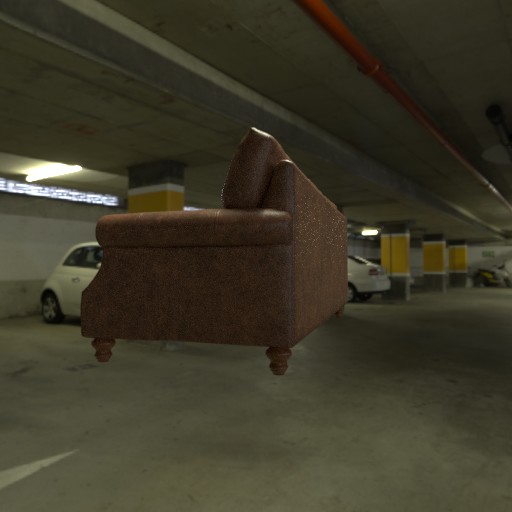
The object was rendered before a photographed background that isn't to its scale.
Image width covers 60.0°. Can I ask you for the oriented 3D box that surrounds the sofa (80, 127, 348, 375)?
[{"bbox_3d":[0.000,0.000,2.849,0.973,0.977,2.351,0,-1,17],"label":"sofa"}]
